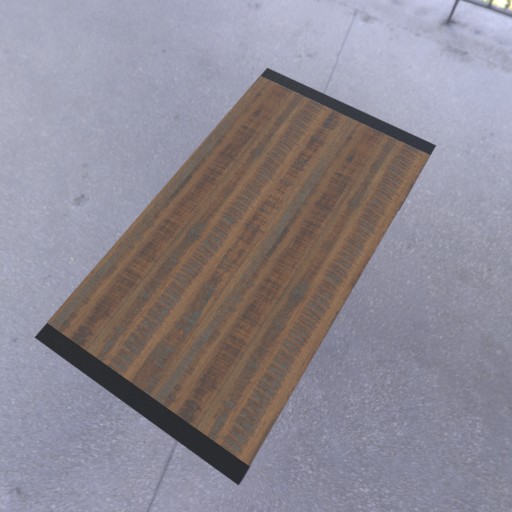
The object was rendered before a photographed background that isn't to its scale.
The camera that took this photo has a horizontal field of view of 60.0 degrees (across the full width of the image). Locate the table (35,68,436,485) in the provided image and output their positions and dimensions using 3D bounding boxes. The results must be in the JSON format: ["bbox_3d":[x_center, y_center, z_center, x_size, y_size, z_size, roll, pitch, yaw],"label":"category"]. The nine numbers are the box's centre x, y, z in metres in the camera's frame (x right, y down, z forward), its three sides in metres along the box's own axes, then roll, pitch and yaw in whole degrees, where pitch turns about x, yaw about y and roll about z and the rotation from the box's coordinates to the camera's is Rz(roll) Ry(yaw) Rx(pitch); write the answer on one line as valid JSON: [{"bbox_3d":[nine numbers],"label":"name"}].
[{"bbox_3d":[0.000,0.000,1.692,0.750,0.400,1.350,30,68,13],"label":"table"}]
